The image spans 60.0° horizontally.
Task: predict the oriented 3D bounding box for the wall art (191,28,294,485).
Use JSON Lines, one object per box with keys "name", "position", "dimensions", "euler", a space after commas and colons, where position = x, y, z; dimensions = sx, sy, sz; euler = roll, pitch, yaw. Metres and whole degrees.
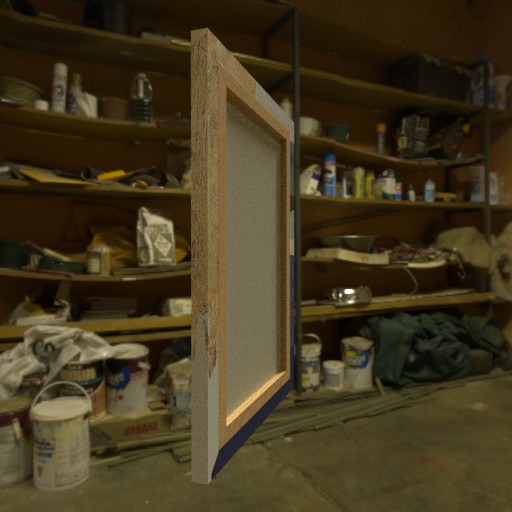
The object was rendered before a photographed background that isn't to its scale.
{"name": "wall art", "position": [0.000, 0.000, 0.815], "dimensions": [0.026, 0.613, 0.458], "euler": [0, 0, 19]}
